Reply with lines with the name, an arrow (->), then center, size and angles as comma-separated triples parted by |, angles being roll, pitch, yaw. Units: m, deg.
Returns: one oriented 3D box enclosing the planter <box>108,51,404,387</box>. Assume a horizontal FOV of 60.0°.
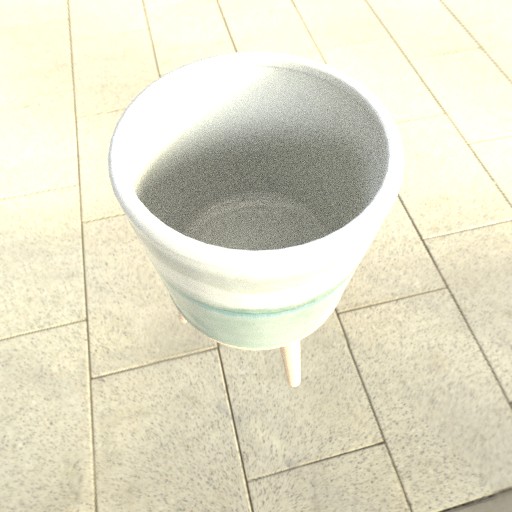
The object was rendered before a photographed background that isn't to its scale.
planter -> 0.000, 0.000, 0.570 | 0.265, 0.404, 0.265 | -14, 60, -8
